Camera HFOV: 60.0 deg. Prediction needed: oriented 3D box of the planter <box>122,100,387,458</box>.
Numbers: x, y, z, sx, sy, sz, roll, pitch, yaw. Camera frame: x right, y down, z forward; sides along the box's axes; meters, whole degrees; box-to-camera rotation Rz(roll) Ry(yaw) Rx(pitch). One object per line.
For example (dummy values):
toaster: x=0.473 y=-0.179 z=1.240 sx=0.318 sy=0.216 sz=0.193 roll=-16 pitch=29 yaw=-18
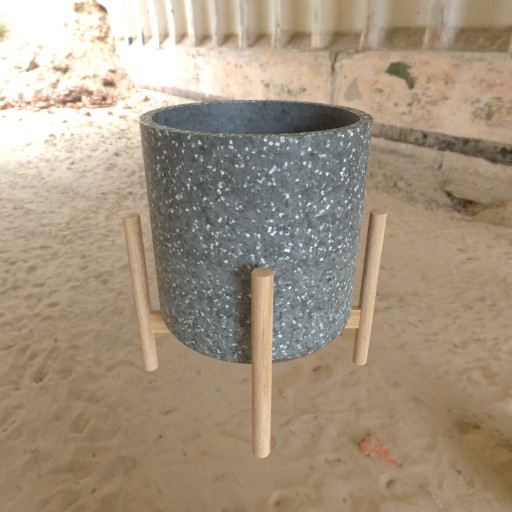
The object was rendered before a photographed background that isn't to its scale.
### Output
planter: x=0.000 y=0.000 z=0.681 sx=0.360 sy=0.419 sz=0.360 roll=9 pitch=28 yaw=18
